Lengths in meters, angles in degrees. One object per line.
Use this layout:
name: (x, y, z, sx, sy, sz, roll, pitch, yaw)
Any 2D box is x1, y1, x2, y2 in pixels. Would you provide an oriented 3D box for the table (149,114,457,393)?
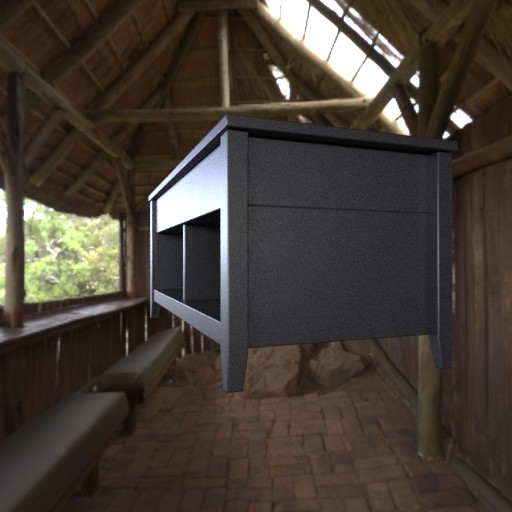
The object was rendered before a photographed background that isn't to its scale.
table: (0.000, 0.000, 1.277, 0.483, 0.457, 1.016, 0, 0, -21)
